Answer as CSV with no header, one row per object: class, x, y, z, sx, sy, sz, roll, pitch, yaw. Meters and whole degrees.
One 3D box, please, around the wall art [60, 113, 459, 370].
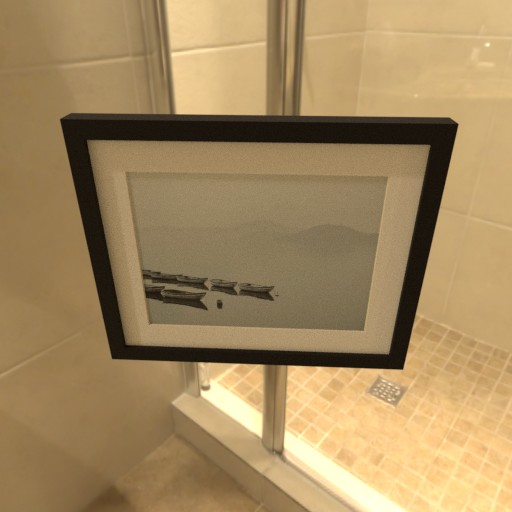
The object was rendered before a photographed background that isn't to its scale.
wall art,0.000,0.000,0.534,0.397,0.325,0.028,1,30,3
